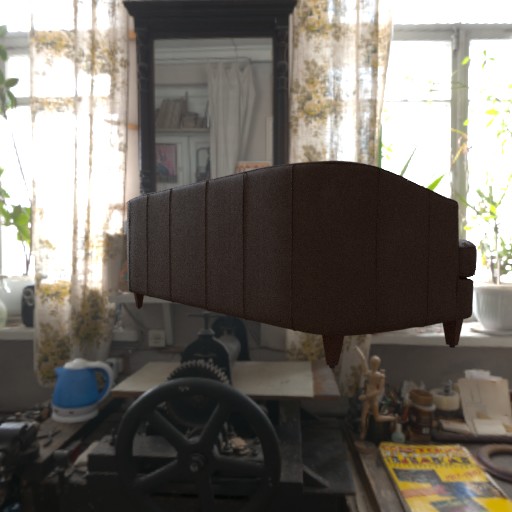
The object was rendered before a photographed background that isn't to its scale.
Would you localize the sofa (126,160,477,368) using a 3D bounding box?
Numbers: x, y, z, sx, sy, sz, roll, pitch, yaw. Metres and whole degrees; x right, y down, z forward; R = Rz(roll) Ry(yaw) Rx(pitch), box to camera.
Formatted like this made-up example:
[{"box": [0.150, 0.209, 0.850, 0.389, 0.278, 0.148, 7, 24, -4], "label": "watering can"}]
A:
[{"box": [0.000, 0.000, 2.611, 0.927, 0.787, 2.227, -1, 2, -36], "label": "sofa"}]
